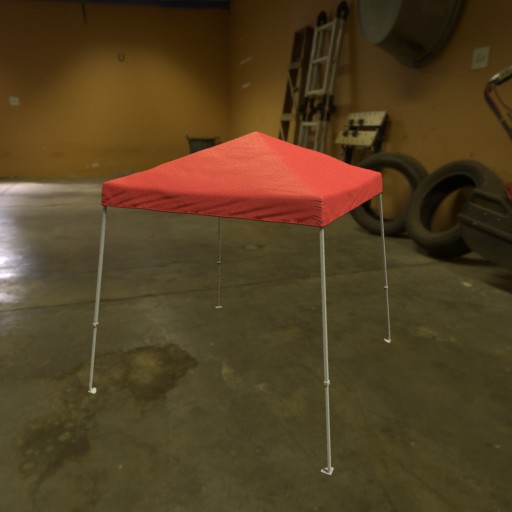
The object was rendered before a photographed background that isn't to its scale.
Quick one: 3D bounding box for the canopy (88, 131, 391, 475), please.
[{"bbox_3d":[0.000,0.000,5.268,2.849,2.849,2.848,8,18,25],"label":"canopy"}]
